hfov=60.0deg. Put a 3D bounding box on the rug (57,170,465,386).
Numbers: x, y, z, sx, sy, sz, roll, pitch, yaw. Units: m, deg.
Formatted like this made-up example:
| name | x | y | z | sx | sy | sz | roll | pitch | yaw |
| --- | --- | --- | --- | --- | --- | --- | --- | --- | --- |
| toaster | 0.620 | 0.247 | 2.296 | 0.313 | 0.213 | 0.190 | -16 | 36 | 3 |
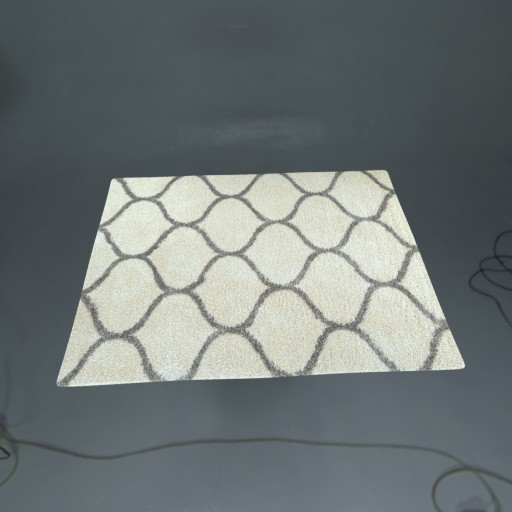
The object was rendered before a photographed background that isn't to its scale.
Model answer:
| name | x | y | z | sx | sy | sz | roll | pitch | yaw |
| --- | --- | --- | --- | --- | --- | --- | --- | --- | --- |
| rug | 0.000 | 0.000 | 4.039 | 3.000 | 0.026 | 2.399 | -2 | 48 | -2 |
